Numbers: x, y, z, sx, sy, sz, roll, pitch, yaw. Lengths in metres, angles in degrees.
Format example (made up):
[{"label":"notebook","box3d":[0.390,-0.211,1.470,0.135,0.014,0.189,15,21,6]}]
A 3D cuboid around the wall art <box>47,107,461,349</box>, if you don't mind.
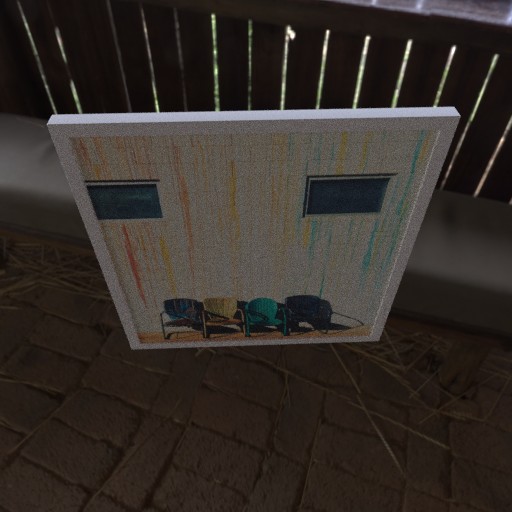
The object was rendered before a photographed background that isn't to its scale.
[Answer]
[{"label":"wall art","box3d":[0.000,0.000,1.101,0.760,0.760,0.036,-2,47,-2]}]
